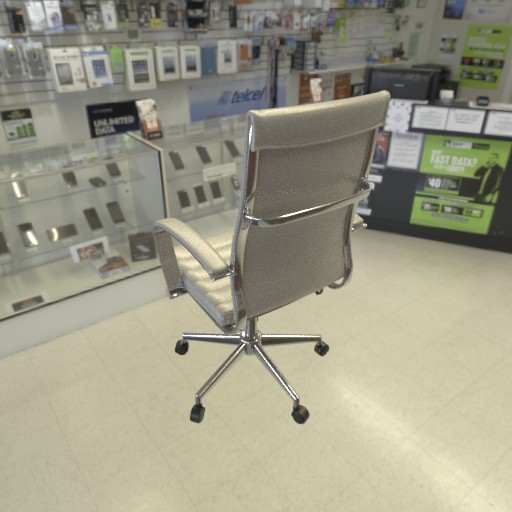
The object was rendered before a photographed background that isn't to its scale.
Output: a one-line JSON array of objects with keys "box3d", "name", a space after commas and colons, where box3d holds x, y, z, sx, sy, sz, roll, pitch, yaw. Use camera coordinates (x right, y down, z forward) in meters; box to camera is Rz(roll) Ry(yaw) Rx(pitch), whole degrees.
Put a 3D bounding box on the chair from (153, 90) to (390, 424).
[{"box3d": [0.000, 0.000, 1.564, 0.679, 1.149, 0.667, -19, 35, -29], "name": "chair"}]
